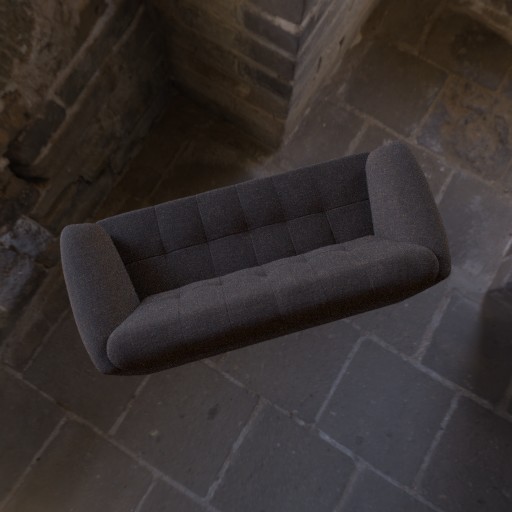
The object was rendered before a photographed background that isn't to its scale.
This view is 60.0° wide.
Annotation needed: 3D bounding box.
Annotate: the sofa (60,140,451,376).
[{"bbox_3d":[0.000,0.000,2.339,1.849,0.790,0.887,-15,75,-4],"label":"sofa"}]
